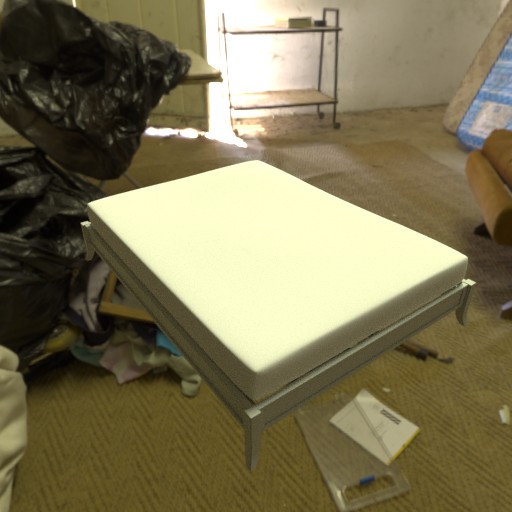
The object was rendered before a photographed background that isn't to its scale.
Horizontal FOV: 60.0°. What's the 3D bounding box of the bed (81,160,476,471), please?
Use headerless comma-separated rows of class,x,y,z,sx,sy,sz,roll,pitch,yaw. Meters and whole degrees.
bed,0.000,0.000,2.855,1.604,0.510,2.108,-21,37,-30
